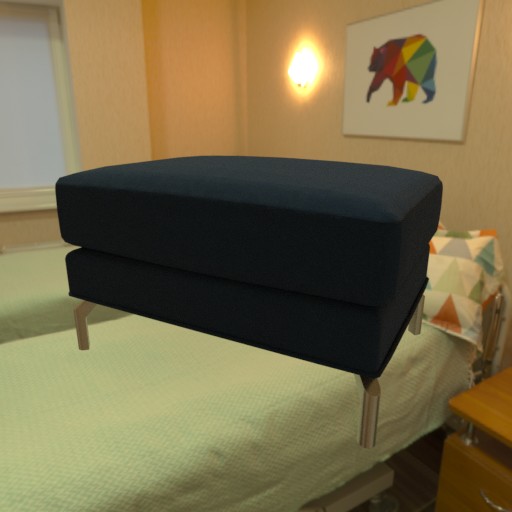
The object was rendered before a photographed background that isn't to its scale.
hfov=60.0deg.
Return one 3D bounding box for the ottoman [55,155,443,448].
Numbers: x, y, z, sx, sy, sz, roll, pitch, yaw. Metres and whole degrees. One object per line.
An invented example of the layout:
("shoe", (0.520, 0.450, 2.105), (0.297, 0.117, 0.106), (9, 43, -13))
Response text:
("ottoman", (0.000, 0.000, 1.187), (0.835, 0.498, 0.587), (9, 20, 27))
